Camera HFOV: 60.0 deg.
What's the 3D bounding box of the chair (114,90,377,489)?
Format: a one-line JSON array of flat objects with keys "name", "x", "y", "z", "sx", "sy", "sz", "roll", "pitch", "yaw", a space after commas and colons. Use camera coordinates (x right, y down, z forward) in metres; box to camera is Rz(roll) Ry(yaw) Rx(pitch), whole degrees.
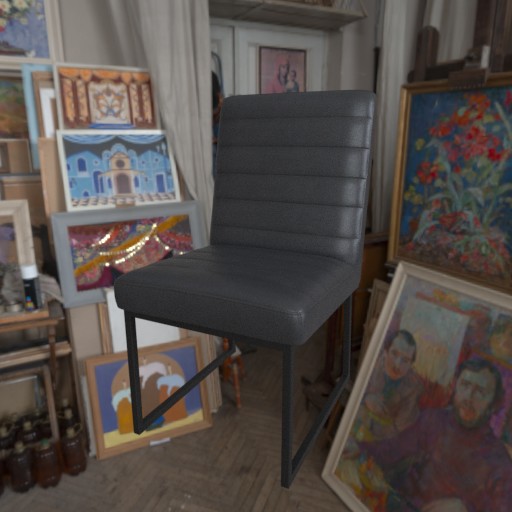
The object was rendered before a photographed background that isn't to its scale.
[{"name": "chair", "x": 0.000, "y": 0.000, "z": 1.272, "sx": 0.520, "sy": 0.930, "sz": 0.634, "roll": 7, "pitch": 16, "yaw": 25}]
